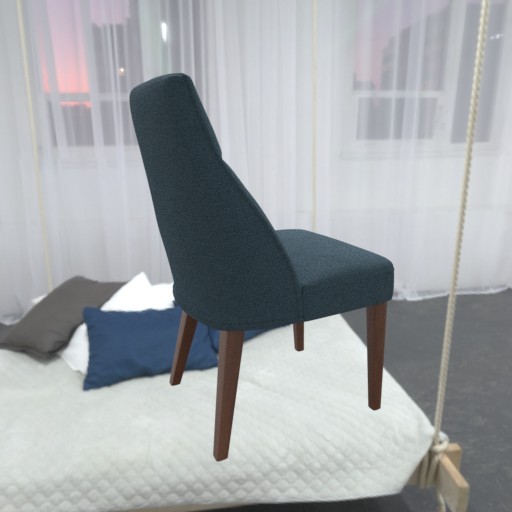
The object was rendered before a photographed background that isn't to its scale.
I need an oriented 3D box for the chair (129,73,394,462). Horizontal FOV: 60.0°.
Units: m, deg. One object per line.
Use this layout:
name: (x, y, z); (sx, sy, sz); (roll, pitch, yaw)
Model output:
chair: (0.000, 0.000, 1.280); (0.620, 0.930, 0.500); (-8, 17, -26)
